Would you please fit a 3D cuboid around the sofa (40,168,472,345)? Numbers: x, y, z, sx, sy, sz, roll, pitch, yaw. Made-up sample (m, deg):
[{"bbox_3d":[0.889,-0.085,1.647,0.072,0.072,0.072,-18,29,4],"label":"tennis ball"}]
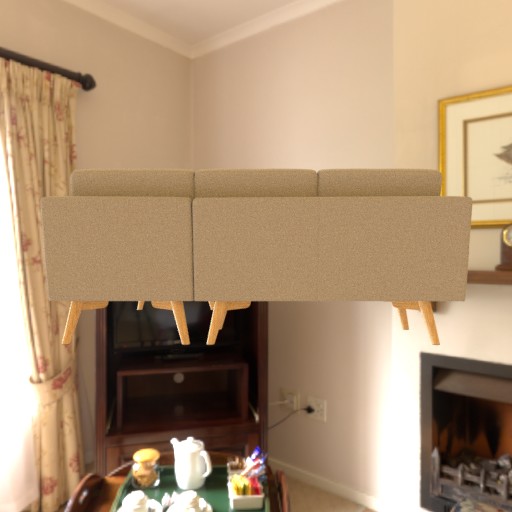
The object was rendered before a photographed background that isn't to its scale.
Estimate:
[{"bbox_3d":[0.000,0.000,2.815,2.040,0.860,1.530,0,0,0],"label":"sofa"}]
